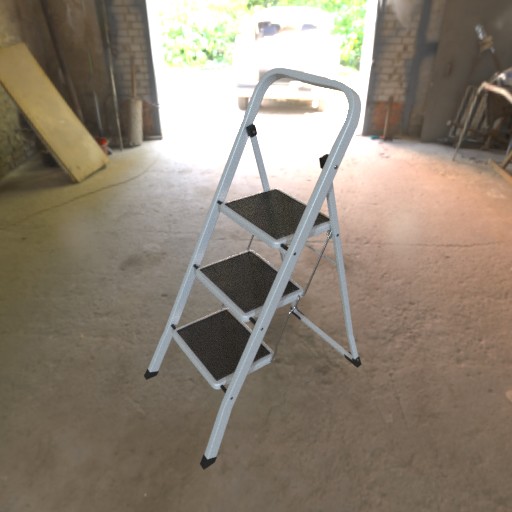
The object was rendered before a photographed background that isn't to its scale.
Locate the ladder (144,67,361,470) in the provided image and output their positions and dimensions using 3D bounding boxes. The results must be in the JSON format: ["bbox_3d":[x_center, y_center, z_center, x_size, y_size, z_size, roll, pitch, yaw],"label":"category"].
[{"bbox_3d":[0.000,0.000,1.403,0.711,1.050,0.460,-20,38,-29],"label":"ladder"}]
